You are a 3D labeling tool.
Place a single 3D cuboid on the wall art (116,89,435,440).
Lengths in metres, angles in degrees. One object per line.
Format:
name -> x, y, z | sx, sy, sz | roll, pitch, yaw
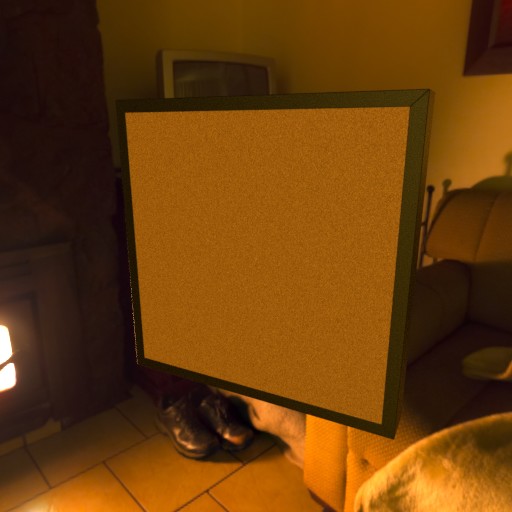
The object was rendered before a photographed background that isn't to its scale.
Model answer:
wall art -> 0.000, 0.000, 0.448 | 0.304, 0.304, 0.038 | 8, 18, 26
